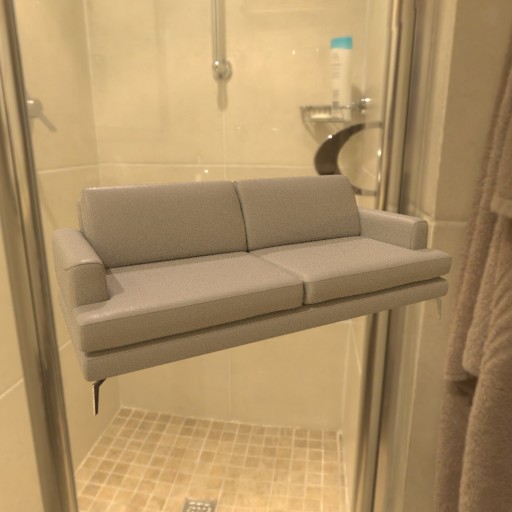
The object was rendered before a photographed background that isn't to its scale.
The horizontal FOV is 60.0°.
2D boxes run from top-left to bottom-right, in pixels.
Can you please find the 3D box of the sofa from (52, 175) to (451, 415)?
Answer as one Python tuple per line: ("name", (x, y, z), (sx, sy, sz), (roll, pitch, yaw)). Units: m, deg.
("sofa", (0.000, 0.000, 2.373), (1.940, 0.765, 0.974), (-8, 17, -28))
